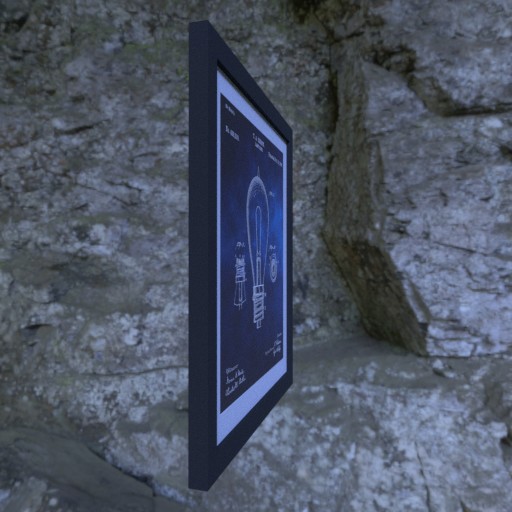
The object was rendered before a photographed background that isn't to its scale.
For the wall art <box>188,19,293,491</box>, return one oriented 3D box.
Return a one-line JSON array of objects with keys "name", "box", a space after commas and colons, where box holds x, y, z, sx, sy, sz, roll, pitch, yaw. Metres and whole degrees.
[{"name": "wall art", "box": [0.000, 0.000, 0.681, 0.023, 0.505, 0.428, 0, 0, 17]}]
